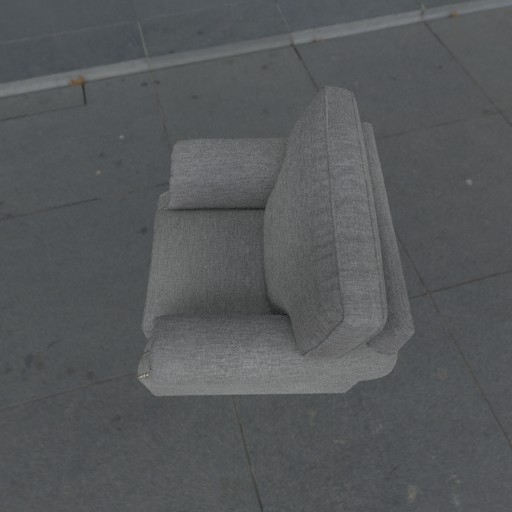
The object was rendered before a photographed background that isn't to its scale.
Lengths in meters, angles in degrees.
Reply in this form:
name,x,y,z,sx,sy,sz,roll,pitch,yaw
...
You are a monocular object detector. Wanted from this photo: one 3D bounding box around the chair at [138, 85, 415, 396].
name,x,y,z,sx,sy,sz,roll,pitch,yaw
chair,0.000,0.000,1.830,0.965,0.961,1.092,-1,60,0
